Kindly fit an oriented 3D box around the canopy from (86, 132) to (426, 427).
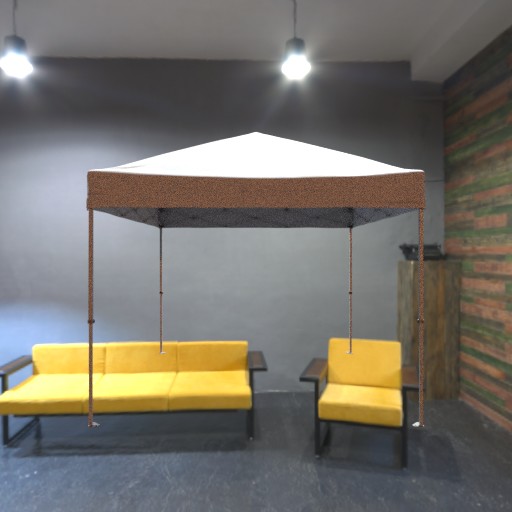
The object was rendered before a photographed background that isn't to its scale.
[{"bbox_3d":[0.000,0.000,5.376,2.998,2.997,2.996,0,0,0],"label":"canopy"}]
